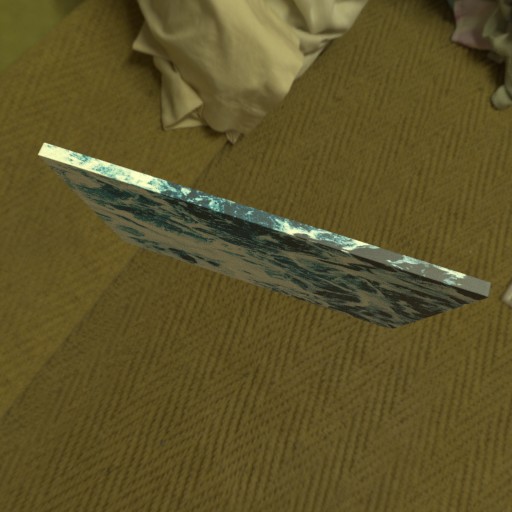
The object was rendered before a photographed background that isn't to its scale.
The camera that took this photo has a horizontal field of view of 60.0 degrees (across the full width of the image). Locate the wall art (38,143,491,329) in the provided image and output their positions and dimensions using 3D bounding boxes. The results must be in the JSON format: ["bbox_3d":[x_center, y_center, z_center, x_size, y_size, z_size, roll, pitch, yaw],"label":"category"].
[{"bbox_3d":[0.000,0.000,1.915,1.524,1.017,0.055,18,76,5],"label":"wall art"}]
